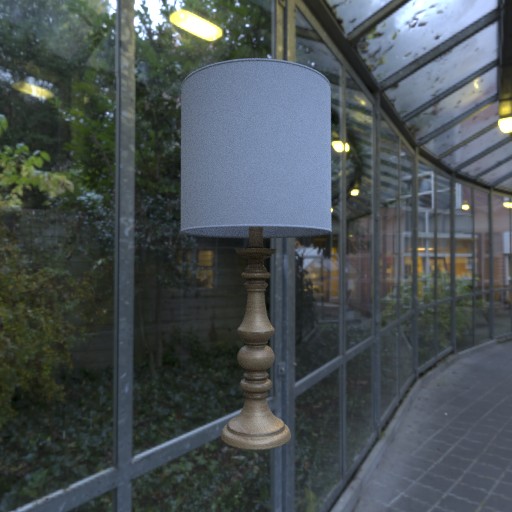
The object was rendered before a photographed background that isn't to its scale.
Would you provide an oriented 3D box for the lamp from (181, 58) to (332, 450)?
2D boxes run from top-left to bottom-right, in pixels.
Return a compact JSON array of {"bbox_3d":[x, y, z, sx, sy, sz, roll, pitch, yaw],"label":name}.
[{"bbox_3d":[0.000,0.000,0.744,0.250,0.597,0.250,1,-2,-35],"label":"lamp"}]
